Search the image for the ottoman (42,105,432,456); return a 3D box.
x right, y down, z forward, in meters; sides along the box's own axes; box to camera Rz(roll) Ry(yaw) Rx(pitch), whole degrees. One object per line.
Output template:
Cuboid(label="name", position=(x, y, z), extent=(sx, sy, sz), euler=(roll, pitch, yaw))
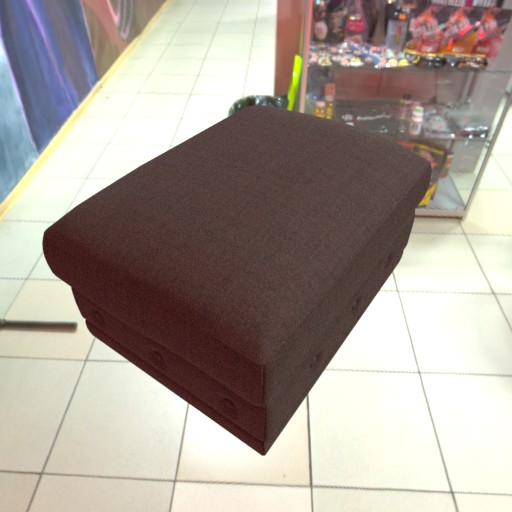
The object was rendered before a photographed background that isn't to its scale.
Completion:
Cuboid(label="ottoman", position=(0.000, 0.000, 1.175), extent=(0.599, 0.555, 0.809), euler=(26, 48, 26))
